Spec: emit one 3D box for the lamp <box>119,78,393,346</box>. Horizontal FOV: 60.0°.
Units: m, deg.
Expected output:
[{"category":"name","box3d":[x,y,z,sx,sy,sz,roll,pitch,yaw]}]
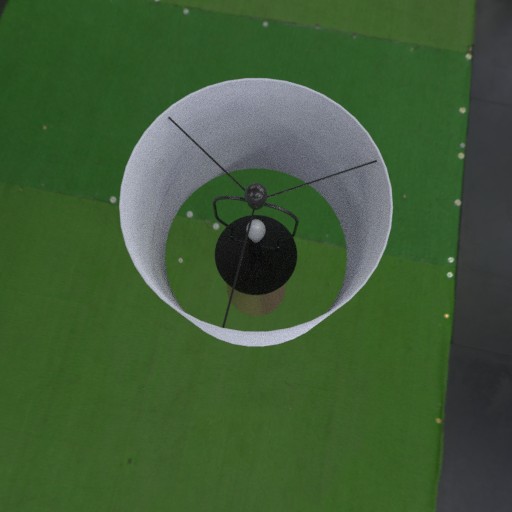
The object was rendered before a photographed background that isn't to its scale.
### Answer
[{"category":"lamp","box3d":[0.000,0.000,0.752,0.304,0.573,0.304,13,76,3]}]
